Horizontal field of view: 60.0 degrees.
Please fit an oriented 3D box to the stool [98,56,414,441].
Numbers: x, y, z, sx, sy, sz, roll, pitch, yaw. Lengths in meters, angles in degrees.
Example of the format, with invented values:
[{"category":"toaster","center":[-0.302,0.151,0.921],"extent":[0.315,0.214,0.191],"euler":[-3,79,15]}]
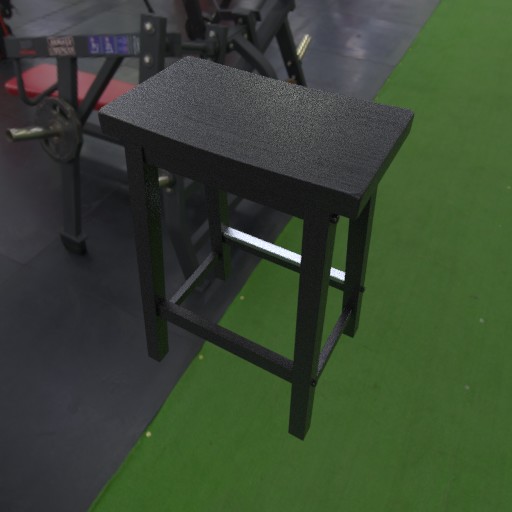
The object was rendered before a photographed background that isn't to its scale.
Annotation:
[{"category":"stool","center":[0.000,0.000,0.863],"extent":[0.406,0.610,0.322],"euler":[22,50,20]}]
